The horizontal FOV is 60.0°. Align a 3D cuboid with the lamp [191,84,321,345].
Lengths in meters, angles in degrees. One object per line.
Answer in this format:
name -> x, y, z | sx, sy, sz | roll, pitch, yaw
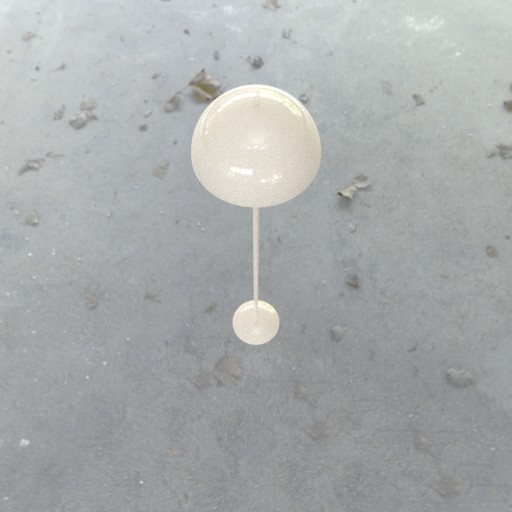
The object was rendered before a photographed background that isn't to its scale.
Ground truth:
lamp -> 0.000, 0.000, 1.631 | 0.328, 1.480, 0.328 | 2, 63, 1
